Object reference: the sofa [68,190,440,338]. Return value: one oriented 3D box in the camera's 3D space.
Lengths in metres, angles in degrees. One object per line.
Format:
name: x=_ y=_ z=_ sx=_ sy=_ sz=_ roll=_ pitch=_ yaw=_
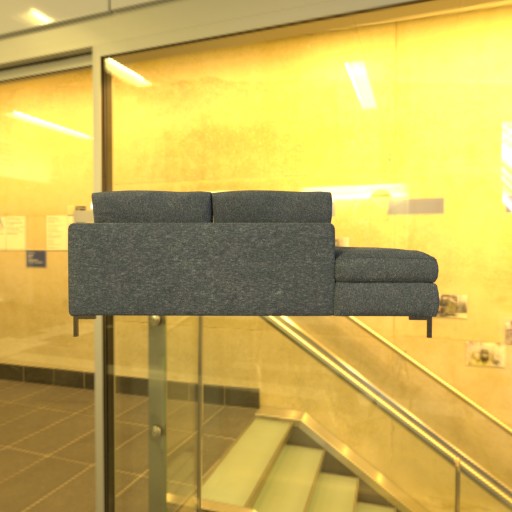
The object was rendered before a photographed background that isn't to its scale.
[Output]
sofa: x=0.000 y=0.000 z=3.816 sx=2.007 sy=0.815 sz=2.949 roll=0 pitch=1 yaw=1
